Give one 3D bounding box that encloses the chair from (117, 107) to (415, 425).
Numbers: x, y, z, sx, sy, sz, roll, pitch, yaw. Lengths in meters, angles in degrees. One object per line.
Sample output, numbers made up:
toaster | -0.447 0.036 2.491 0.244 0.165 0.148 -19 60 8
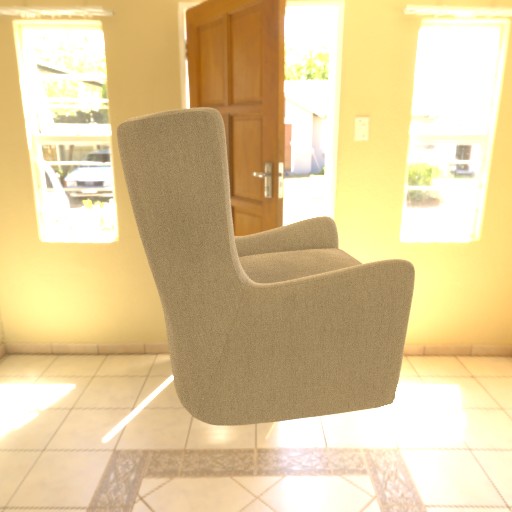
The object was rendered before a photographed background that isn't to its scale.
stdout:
chair | 0.000 0.000 1.638 0.904 1.000 0.779 -2 16 -9
